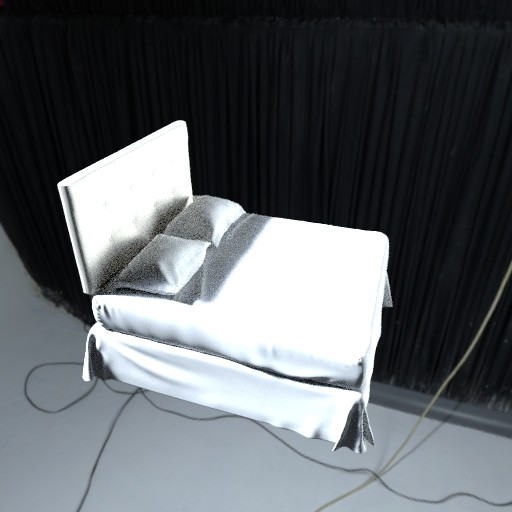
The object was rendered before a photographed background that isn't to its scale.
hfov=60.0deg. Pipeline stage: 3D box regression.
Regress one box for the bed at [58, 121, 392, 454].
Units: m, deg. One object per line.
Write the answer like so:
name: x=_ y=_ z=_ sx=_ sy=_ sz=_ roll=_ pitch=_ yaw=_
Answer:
bed: x=0.000 y=0.000 z=3.507 sx=2.222 sy=1.577 sz=1.936 roll=10 pitch=33 yaw=16
